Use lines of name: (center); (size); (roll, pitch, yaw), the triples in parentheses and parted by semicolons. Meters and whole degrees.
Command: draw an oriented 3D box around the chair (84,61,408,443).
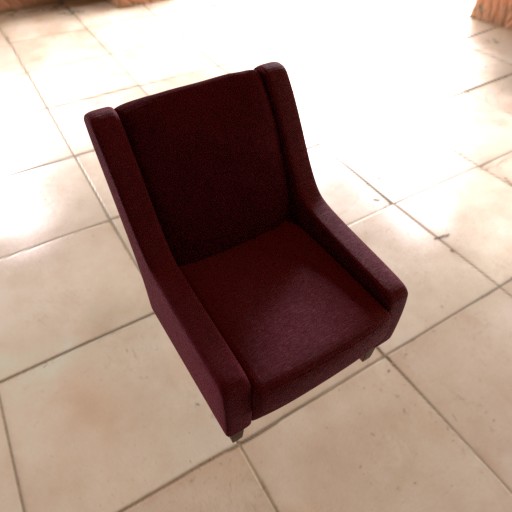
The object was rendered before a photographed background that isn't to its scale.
chair: (0.000, 0.000, 1.709); (0.793, 1.017, 0.985); (-25, 51, -21)
